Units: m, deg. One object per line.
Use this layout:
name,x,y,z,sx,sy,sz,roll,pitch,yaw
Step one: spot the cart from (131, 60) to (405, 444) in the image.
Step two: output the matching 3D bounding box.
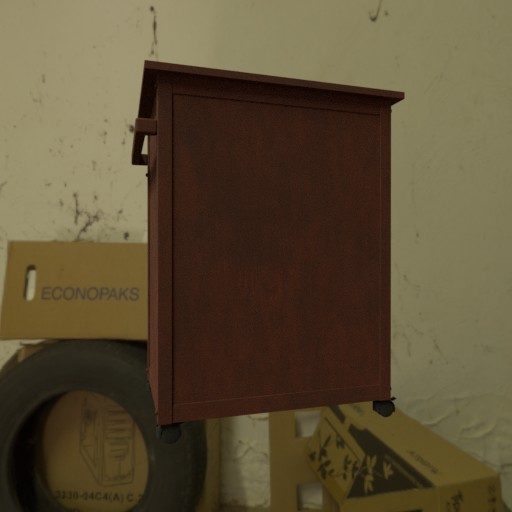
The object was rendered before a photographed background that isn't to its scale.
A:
cart,0.000,0.000,1.280,0.683,0.864,0.442,0,0,-17
